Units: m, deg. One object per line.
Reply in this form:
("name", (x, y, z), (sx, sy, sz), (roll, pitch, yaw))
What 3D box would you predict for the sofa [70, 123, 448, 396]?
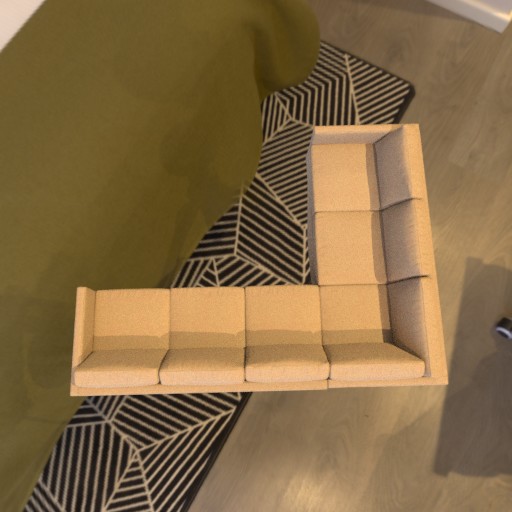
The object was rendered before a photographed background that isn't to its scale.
("sofa", (0.000, 0.000, 4.202), (3.182, 0.871, 2.432), (-1, 77, 0))
